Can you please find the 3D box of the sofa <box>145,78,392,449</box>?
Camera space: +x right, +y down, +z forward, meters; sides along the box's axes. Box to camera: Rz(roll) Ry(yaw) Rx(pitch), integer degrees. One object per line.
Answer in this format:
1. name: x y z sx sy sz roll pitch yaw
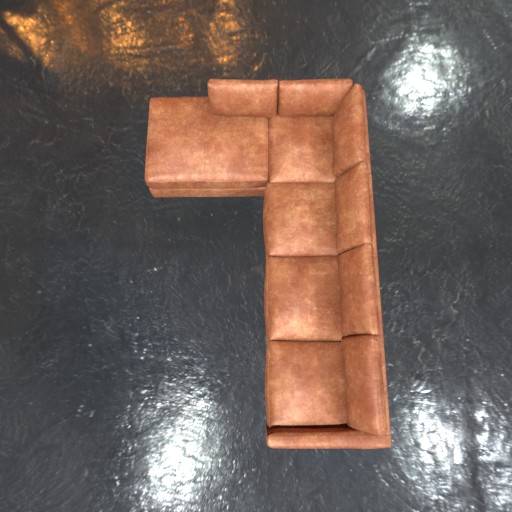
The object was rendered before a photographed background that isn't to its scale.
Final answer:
1. sofa: 0.000 0.000 3.747 1.938 0.877 2.984 0 76 0
